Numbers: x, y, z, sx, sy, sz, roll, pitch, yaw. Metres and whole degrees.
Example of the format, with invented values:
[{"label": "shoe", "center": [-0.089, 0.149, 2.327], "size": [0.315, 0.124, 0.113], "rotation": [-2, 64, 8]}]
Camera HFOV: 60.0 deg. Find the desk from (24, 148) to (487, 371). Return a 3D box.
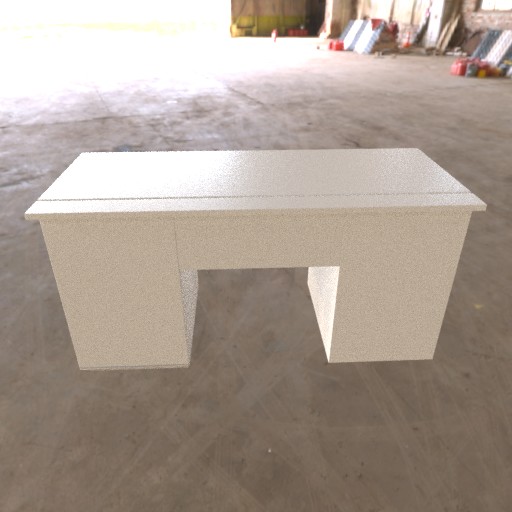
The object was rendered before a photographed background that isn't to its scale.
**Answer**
[{"label": "desk", "center": [0.000, 0.000, 1.990], "size": [1.580, 0.760, 0.670], "rotation": [-1, 30, -2]}]
